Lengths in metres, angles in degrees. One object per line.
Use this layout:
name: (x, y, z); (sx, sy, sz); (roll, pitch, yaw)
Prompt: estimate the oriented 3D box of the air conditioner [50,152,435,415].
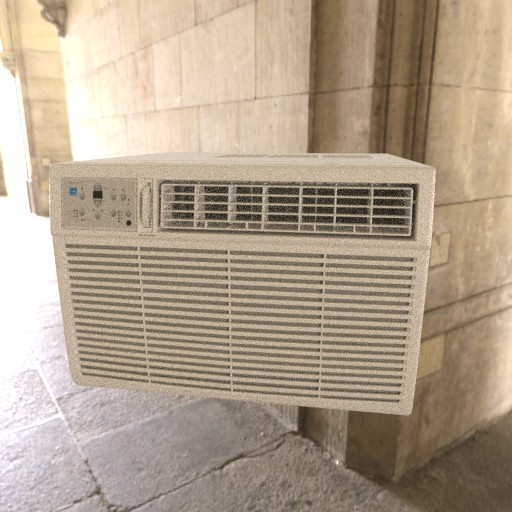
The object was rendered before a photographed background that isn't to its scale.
air conditioner: (0.000, 0.000, 1.046); (0.645, 0.455, 0.599); (2, 15, 9)
